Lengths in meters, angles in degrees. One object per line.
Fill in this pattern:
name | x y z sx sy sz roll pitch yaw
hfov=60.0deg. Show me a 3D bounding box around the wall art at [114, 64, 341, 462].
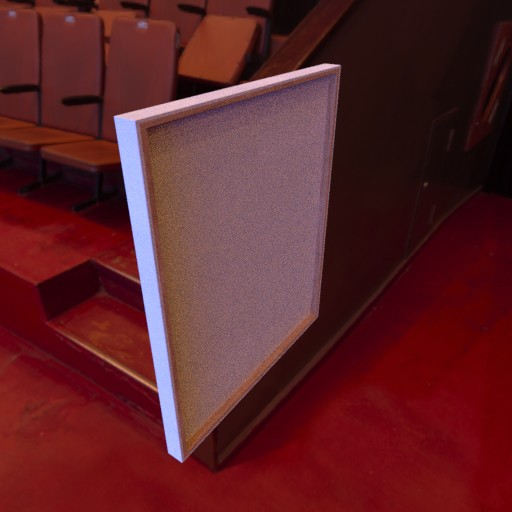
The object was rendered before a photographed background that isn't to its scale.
wall art | 0.000 0.000 0.826 0.037 0.606 0.508 20 36 30
